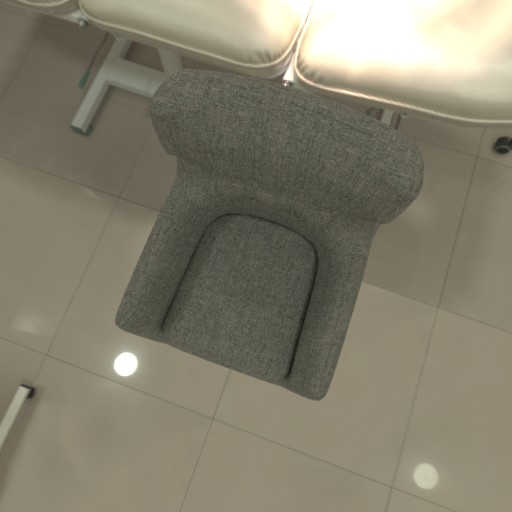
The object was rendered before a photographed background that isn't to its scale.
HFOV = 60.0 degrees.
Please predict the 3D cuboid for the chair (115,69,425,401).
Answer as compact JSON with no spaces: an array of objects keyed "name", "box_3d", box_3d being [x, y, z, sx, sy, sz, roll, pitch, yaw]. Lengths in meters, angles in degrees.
[{"name":"chair","box_3d":[0.000,0.000,1.771,0.878,1.063,0.904,19,77,5]}]
